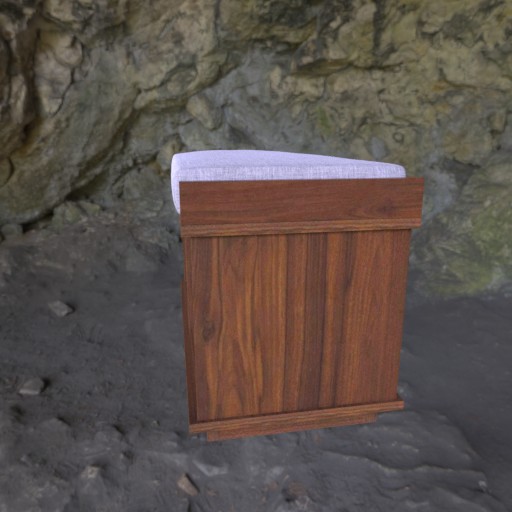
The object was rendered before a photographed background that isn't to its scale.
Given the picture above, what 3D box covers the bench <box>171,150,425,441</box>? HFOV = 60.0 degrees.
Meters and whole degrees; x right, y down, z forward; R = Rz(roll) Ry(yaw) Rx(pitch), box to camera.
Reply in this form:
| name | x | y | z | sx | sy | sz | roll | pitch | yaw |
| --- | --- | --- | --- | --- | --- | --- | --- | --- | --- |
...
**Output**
| name | x | y | z | sx | sy | sz | roll | pitch | yaw |
| --- | --- | --- | --- | --- | --- | --- | --- | --- | --- |
| bench | 0.000 | 0.000 | 1.008 | 0.362 | 0.461 | 0.734 | -3 | 15 | -10 |
